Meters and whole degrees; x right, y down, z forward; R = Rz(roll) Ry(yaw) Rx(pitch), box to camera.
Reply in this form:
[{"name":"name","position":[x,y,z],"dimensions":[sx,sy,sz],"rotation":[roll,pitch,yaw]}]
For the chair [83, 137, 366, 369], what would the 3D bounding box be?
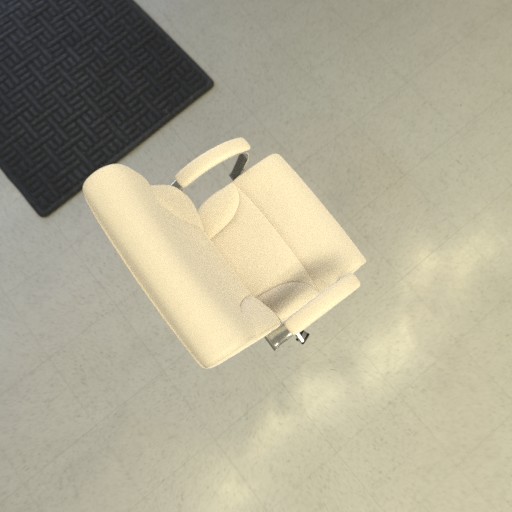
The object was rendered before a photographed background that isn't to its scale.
[{"name":"chair","position":[0.000,0.000,1.596],"dimensions":[0.745,1.099,0.727],"rotation":[-36,79,-8]}]
